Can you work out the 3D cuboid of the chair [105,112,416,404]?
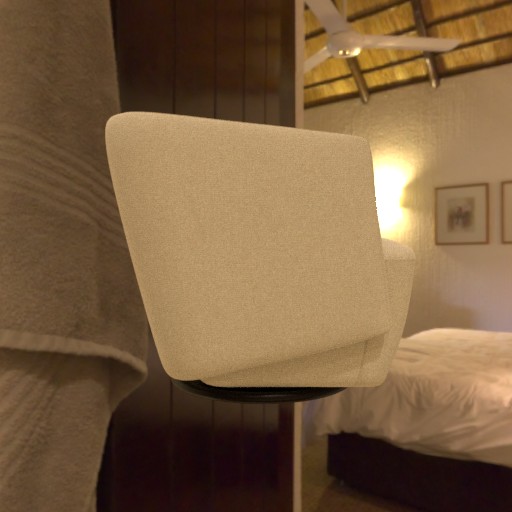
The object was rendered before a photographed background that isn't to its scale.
[{"bbox_3d":[0.000,0.000,1.586,0.986,0.861,0.822,0,-1,-1],"label":"chair"}]
